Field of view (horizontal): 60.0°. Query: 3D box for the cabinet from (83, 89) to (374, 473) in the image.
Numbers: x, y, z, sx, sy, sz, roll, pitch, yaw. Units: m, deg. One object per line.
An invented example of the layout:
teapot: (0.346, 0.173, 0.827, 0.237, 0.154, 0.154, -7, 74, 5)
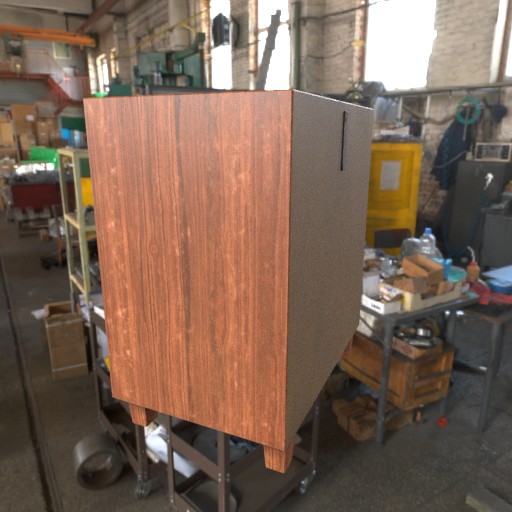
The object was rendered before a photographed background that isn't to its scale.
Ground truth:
cabinet: (0.000, 0.000, 1.072, 0.410, 0.695, 0.607, 7, 17, 24)
